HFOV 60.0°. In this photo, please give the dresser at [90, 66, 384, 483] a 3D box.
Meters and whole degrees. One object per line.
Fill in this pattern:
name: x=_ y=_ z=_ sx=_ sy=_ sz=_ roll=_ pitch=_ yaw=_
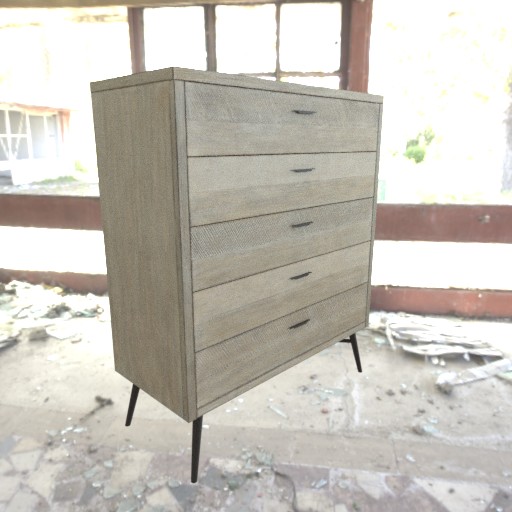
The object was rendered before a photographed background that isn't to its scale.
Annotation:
dresser: x=0.000 y=0.000 z=1.726 sx=0.457 sy=1.219 sz=1.016 roll=14 pitch=20 yaw=43
